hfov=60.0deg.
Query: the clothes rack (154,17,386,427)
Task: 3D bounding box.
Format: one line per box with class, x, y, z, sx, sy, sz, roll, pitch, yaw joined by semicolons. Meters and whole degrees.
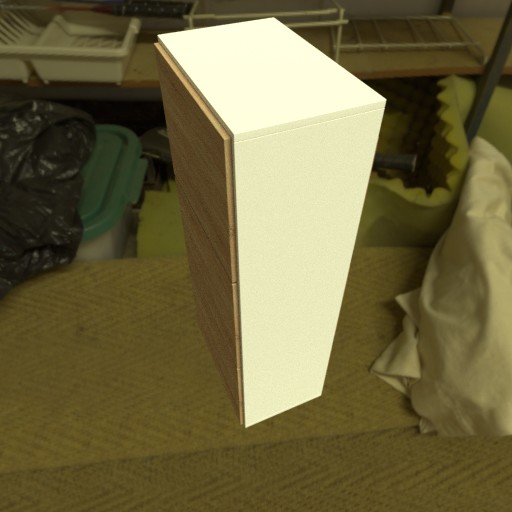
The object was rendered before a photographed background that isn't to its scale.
clothes rack;0.000;0.000;1.380;0.331;1.187;0.500;-17;48;-16
